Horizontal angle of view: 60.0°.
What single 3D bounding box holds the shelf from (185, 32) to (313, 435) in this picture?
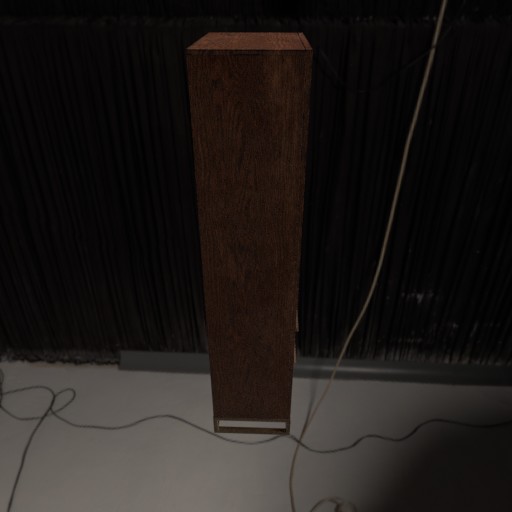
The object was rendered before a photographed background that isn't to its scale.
[{"bbox_3d":[0.000,0.000,1.965,0.395,1.732,0.539,1,31,2],"label":"shelf"}]
